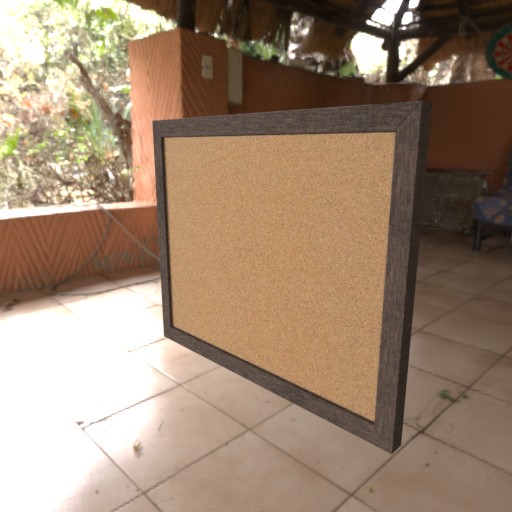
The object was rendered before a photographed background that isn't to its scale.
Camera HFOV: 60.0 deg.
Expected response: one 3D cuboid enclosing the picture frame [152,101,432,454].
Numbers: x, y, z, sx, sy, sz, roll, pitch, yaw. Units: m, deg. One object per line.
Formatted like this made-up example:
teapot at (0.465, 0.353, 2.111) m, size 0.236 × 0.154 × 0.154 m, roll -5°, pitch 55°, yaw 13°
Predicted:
picture frame at (0.000, 0.000, 0.743) m, size 0.546 × 0.455 × 0.026 m, roll 13°, pitch 19°, yaw 43°
